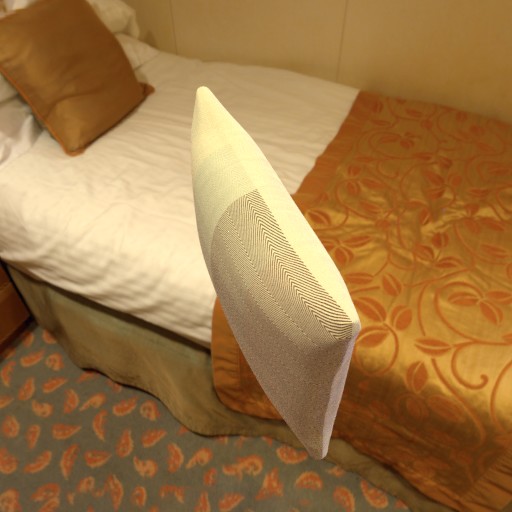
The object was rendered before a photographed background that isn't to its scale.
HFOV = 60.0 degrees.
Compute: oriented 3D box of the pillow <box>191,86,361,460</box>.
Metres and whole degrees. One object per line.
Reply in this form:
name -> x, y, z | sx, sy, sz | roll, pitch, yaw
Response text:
pillow -> 0.000, 0.000, 0.650 | 0.139, 0.305, 0.506 | -15, 48, -14
